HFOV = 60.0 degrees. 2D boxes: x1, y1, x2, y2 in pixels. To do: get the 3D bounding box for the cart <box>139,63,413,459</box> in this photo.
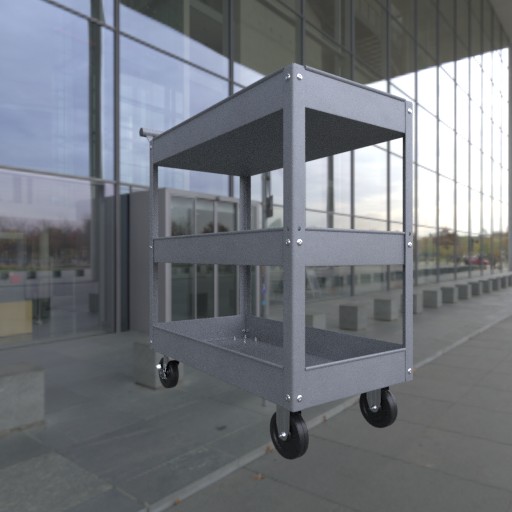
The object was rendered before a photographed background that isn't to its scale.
[{"bbox_3d":[0.000,0.000,1.172,0.366,0.780,0.719,0,0,-36],"label":"cart"}]
